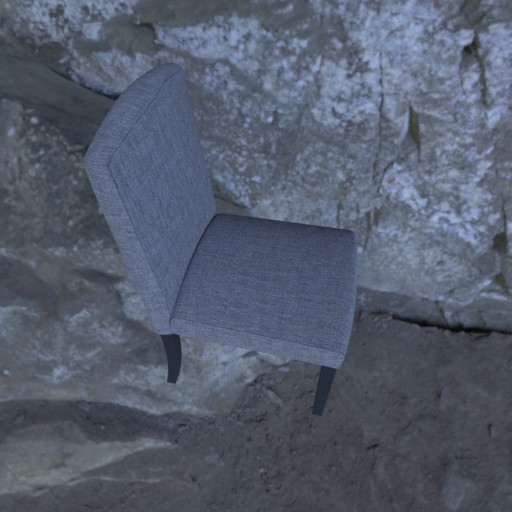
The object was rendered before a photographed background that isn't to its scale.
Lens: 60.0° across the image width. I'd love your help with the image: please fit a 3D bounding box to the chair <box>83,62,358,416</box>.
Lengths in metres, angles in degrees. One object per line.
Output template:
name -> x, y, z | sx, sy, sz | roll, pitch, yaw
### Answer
chair -> 0.000, 0.000, 1.238 | 0.580, 0.917, 0.451 | 9, 47, 9
